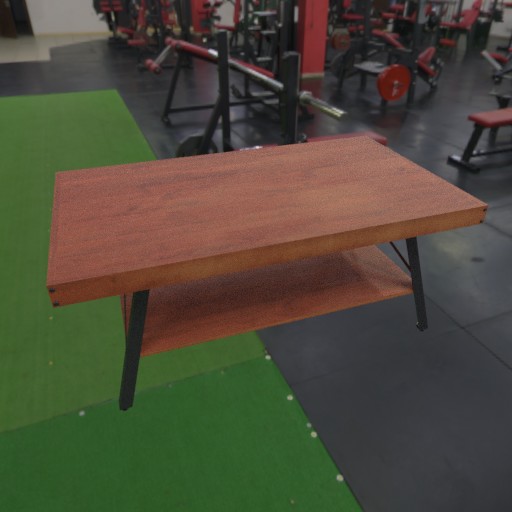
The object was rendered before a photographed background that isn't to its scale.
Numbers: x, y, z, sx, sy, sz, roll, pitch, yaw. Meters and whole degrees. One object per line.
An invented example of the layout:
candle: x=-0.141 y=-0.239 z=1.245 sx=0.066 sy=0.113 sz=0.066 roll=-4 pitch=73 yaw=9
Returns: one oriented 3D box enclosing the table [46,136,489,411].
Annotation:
table: x=0.000 y=0.000 z=1.366 sx=1.067 sy=0.457 sz=0.610 roll=-11 pitch=34 yaw=-16
